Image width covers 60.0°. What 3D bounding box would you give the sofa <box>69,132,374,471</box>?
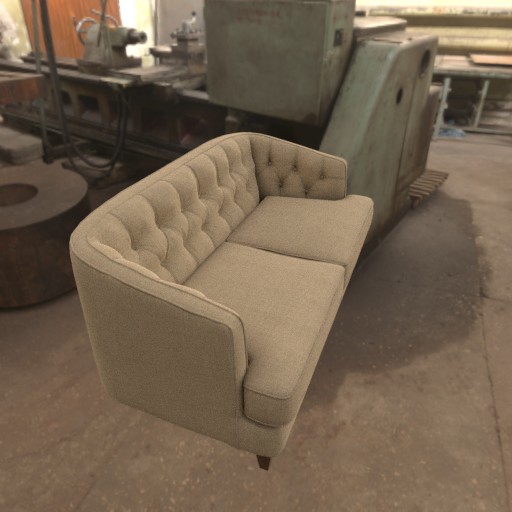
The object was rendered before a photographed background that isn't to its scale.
[{"bbox_3d":[0.000,0.000,2.234,0.941,0.855,1.733,11,32,19],"label":"sofa"}]
